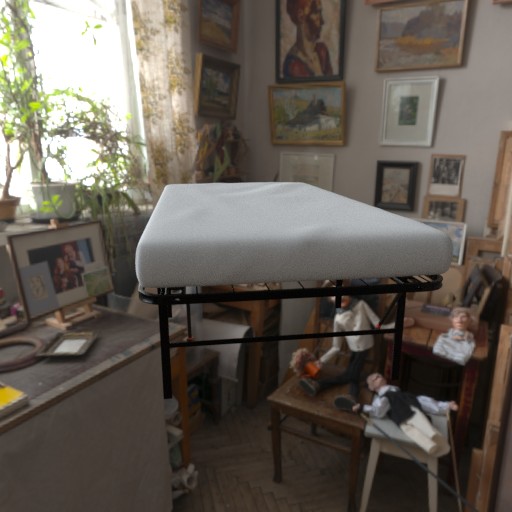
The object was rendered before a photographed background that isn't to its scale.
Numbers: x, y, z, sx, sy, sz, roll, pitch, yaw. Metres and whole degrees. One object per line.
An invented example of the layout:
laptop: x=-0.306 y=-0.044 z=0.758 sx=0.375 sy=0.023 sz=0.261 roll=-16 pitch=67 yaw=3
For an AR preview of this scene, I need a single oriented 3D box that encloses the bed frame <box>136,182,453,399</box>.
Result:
bed frame: x=0.000 y=0.000 z=2.269 sx=0.989 sy=0.619 sz=1.903 roll=-2 pitch=15 yaw=-8
